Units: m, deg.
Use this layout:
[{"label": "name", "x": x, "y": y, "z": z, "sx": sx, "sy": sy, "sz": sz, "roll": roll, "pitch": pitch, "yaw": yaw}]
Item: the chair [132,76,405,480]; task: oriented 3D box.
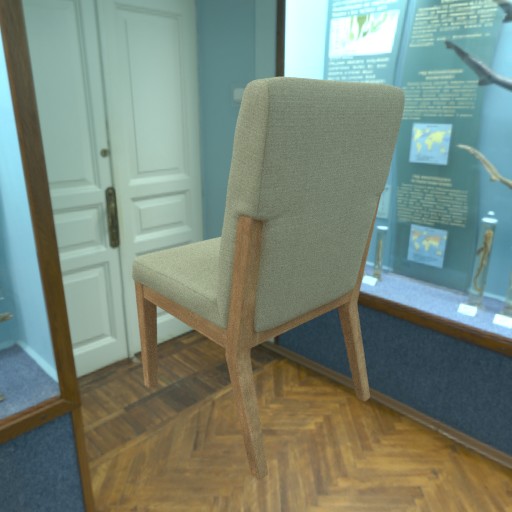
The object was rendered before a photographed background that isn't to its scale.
[{"label": "chair", "x": 0.000, "y": 0.000, "z": 1.266, "sx": 0.507, "sy": 0.911, "sz": 0.586, "roll": -16, "pitch": 24, "yaw": -41}]
